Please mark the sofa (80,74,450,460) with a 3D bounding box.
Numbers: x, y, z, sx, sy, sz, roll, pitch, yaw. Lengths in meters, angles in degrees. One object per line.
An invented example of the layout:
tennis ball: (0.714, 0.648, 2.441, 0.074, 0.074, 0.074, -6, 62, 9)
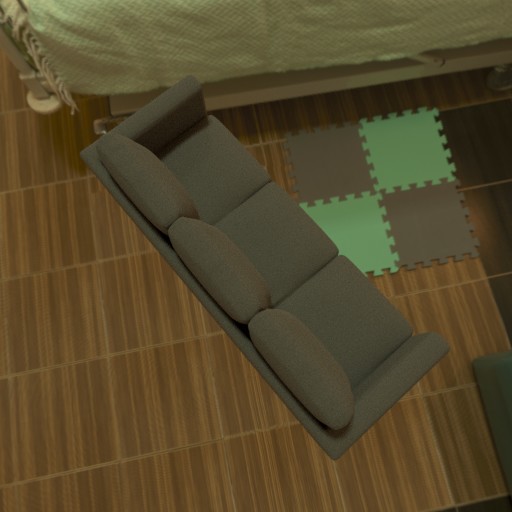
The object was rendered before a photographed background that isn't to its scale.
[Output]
sofa: (0.000, 0.000, 2.488, 0.802, 0.912, 2.029, -40, 79, -10)
